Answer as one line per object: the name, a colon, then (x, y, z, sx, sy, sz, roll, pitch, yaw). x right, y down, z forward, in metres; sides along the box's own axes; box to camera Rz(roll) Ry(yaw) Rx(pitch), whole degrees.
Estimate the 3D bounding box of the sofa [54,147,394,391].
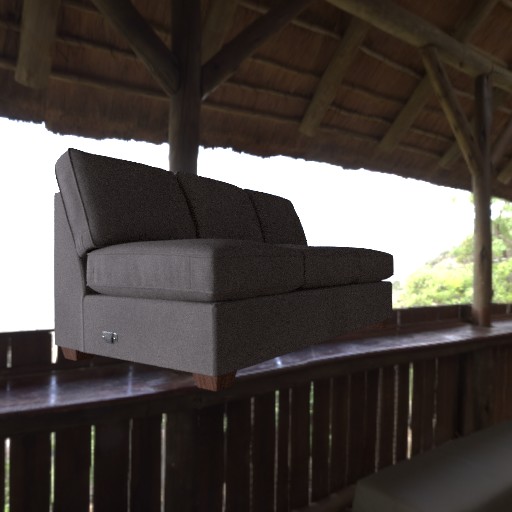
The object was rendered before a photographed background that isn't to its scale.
sofa: (0.000, 0.000, 2.561, 1.027, 0.973, 1.962, 0, 0, 35)
